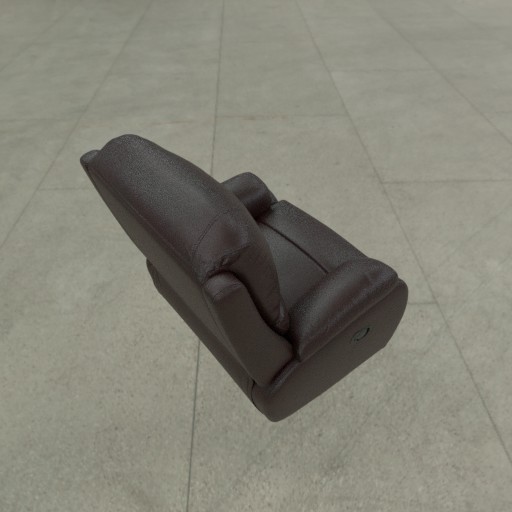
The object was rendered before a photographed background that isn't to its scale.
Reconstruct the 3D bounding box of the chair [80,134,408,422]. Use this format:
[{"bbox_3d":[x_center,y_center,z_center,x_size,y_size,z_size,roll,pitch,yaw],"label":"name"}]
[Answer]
[{"bbox_3d":[0.000,0.000,1.745,0.899,1.011,0.930,-27,48,-27],"label":"chair"}]
